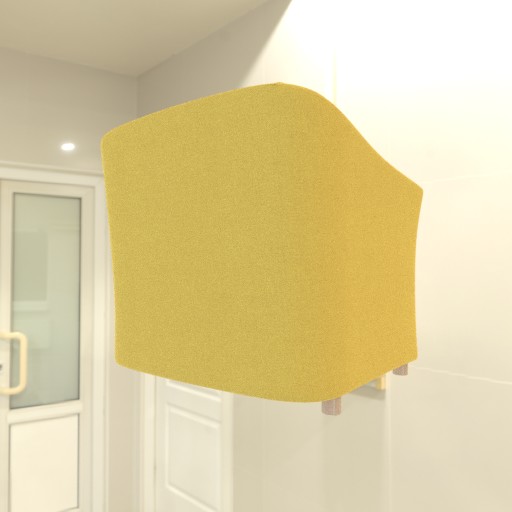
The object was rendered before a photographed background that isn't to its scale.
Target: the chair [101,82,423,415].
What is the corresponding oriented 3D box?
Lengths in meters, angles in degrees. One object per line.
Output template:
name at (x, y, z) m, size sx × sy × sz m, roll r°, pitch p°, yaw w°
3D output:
chair at (0.000, 0.000, 1.334) m, size 0.790 × 0.720 × 0.700 m, roll -1°, pitch -2°, yaw 37°
